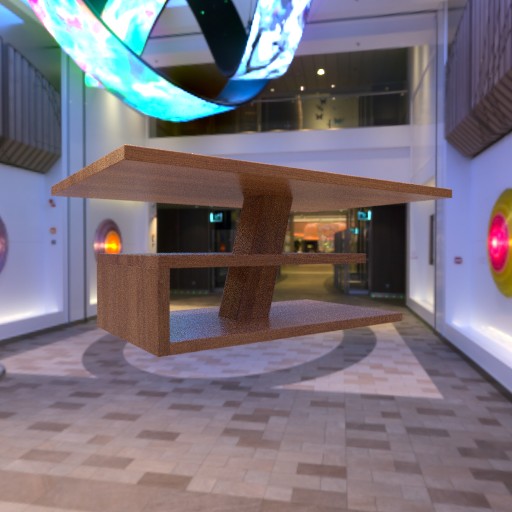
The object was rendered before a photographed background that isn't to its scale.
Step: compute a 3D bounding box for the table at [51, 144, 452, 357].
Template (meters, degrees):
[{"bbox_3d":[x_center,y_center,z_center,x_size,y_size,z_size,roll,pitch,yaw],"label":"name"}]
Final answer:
[{"bbox_3d":[0.000,0.000,1.443,1.100,0.442,0.700,-1,1,-35],"label":"table"}]
